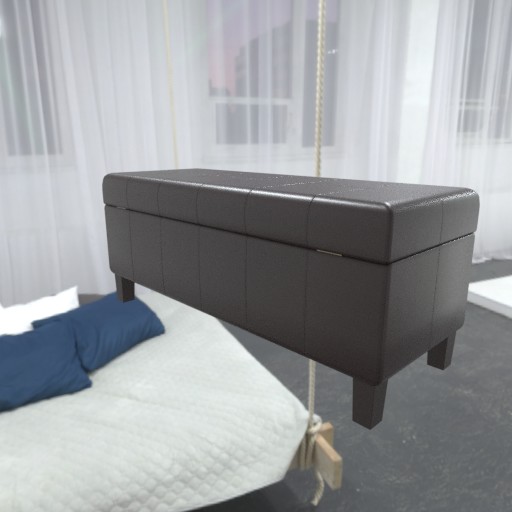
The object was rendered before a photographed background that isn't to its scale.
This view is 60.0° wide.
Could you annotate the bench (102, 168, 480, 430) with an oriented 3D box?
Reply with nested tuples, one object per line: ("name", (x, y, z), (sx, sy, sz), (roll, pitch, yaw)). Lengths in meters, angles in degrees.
("bench", (0.000, 0.000, 1.328), (0.429, 0.457, 1.092), (-14, 20, -43))
